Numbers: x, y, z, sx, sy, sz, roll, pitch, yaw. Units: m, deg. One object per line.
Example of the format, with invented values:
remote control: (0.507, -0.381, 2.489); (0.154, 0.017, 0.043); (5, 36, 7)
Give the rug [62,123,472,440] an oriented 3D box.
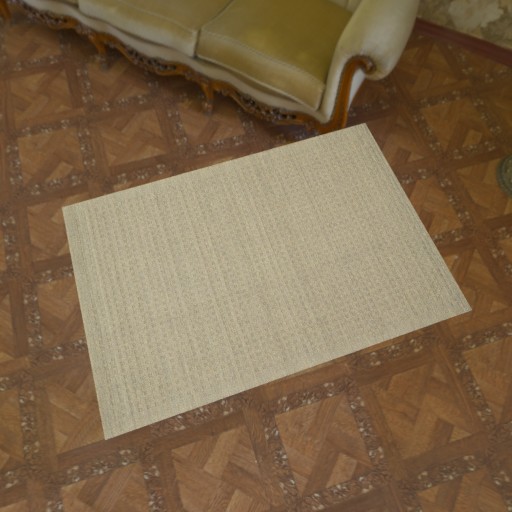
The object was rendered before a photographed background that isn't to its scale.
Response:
rug: (0.000, 0.000, 3.667); (2.895, 0.006, 1.981); (-17, 66, -8)
